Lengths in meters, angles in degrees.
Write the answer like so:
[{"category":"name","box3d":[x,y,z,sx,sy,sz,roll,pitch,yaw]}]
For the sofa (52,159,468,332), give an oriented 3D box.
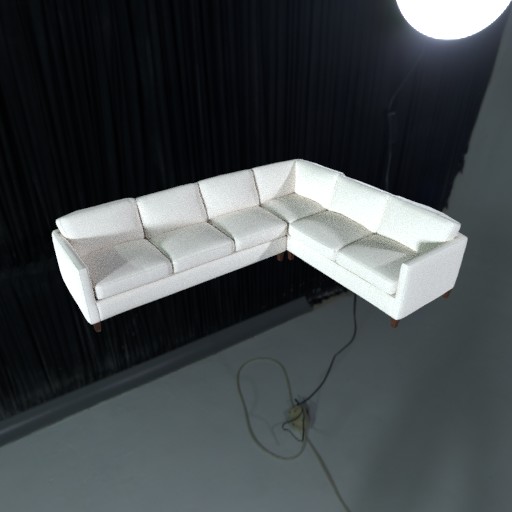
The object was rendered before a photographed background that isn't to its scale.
[{"category":"sofa","box3d":[0.000,0.000,4.489,3.302,0.947,2.593,-20,36,-30]}]
